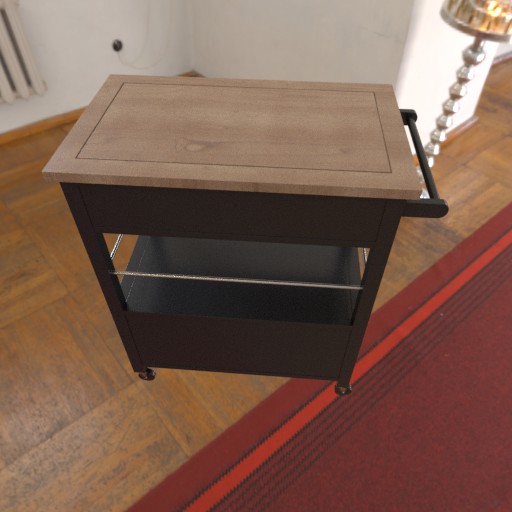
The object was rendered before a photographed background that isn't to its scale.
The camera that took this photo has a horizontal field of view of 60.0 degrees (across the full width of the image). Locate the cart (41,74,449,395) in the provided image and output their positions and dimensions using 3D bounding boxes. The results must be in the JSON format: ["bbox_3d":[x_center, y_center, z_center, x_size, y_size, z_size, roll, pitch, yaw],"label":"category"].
[{"bbox_3d":[0.000,0.000,1.361,0.840,0.901,0.459,3,46,3],"label":"cart"}]
